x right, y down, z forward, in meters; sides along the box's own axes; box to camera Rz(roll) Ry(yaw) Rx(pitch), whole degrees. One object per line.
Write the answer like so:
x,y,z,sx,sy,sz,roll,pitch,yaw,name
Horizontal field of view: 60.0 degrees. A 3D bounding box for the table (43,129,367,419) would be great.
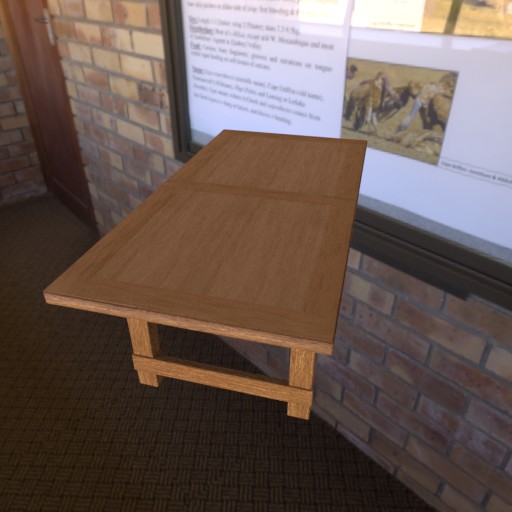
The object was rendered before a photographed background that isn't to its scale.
0.000,0.000,2.430,1.000,0.762,1.982,8,33,13,table
